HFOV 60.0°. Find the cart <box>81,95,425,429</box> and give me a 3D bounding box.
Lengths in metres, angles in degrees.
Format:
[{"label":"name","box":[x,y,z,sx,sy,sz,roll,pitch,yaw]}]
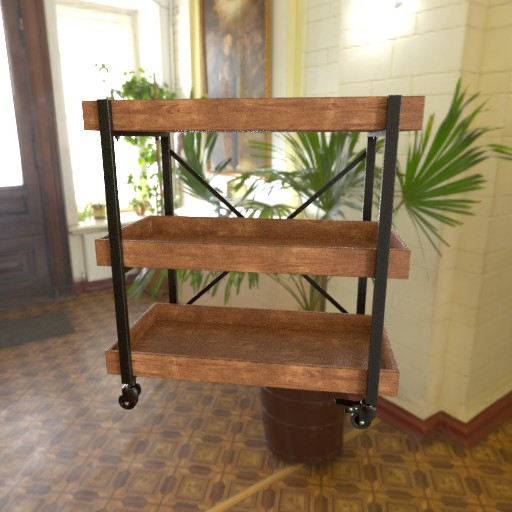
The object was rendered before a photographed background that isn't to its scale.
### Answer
[{"label":"cart","box":[0.000,0.000,1.230,0.750,0.800,0.411,2,15,8]}]
